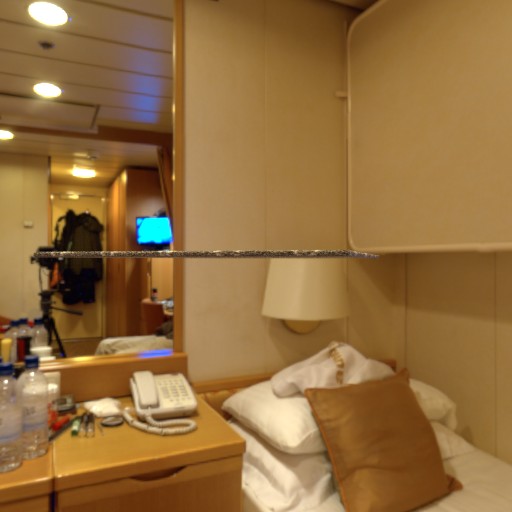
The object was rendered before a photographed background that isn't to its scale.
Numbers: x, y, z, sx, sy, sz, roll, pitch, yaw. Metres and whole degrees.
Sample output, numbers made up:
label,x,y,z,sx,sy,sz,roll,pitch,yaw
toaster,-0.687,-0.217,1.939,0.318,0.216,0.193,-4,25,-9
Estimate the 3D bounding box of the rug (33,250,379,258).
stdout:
label,x,y,z,sx,sy,sz,roll,pitch,yaw
rug,0.000,0.000,3.535,1.778,0.030,2.743,0,0,18
